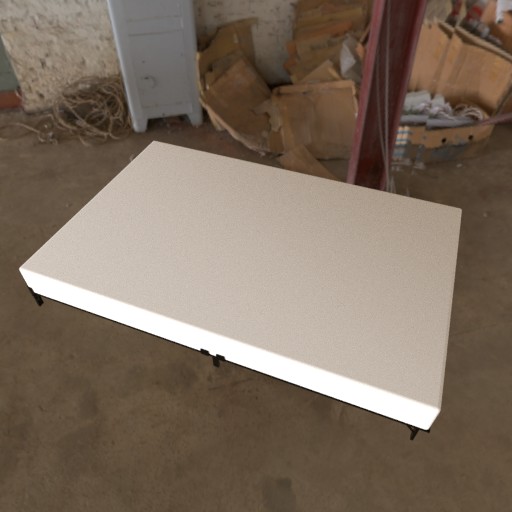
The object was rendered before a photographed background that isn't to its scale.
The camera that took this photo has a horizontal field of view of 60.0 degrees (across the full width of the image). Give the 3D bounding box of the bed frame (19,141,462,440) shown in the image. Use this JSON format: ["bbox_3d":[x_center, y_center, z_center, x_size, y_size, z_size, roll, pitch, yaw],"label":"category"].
[{"bbox_3d":[0.000,0.000,3.628,2.987,0.440,1.930,16,47,15],"label":"bed frame"}]
